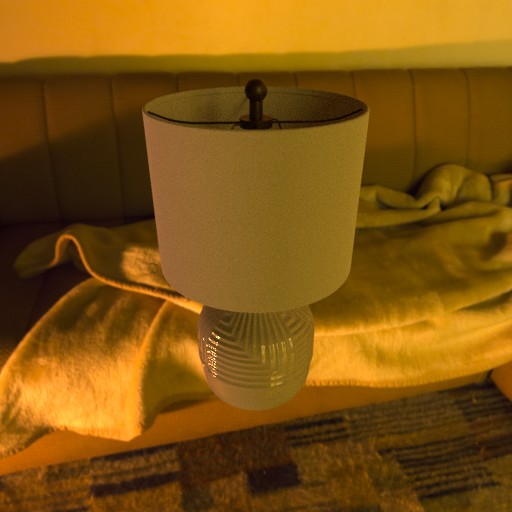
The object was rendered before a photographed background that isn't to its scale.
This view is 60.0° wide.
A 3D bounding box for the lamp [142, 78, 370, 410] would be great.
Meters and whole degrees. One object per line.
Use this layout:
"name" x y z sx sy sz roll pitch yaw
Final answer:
"lamp" 0.000 0.000 0.755 0.318 0.567 0.318 0 29 0
